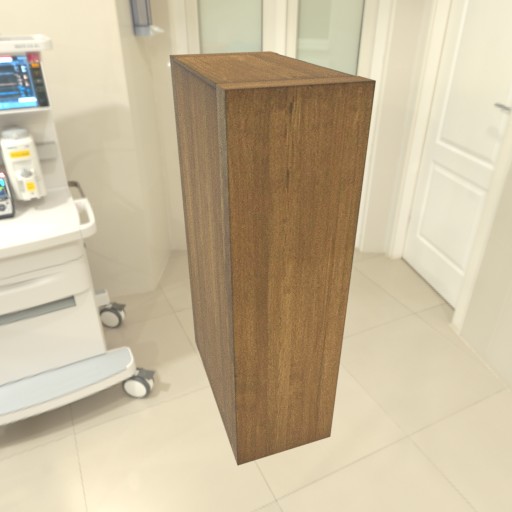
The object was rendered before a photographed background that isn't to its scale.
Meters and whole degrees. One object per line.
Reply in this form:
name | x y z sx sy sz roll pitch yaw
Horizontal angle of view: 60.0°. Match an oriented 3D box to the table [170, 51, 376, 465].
table | 0.000 0.000 2.512 0.600 2.000 1.100 -10 32 -16
